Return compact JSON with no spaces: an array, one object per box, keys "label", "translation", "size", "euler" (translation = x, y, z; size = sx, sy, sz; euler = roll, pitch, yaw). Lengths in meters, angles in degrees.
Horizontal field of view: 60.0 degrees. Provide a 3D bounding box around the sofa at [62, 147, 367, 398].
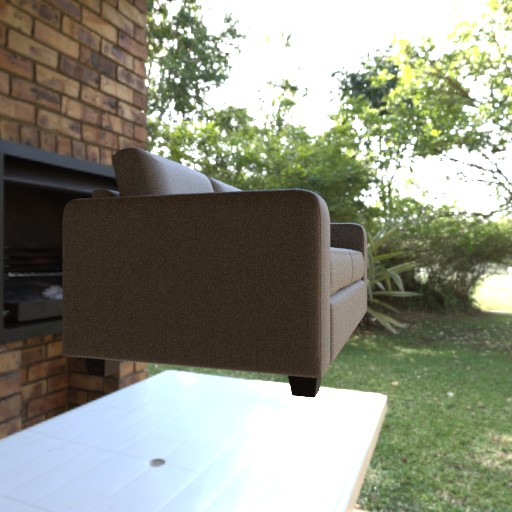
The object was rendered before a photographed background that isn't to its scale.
[{"label":"sofa","translation":[0.000,0.000,2.067],"size":[0.900,0.800,1.540],"euler":[0,0,18]}]
